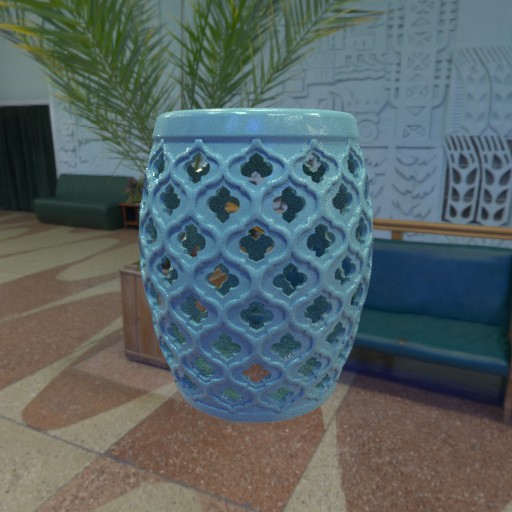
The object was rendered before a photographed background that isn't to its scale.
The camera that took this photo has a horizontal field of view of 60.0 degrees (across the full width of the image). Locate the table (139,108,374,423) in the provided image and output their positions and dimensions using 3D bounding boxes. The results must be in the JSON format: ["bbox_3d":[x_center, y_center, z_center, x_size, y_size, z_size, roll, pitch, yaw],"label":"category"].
[{"bbox_3d":[0.000,0.000,0.639,0.325,0.388,0.325,0,14,0],"label":"table"}]
